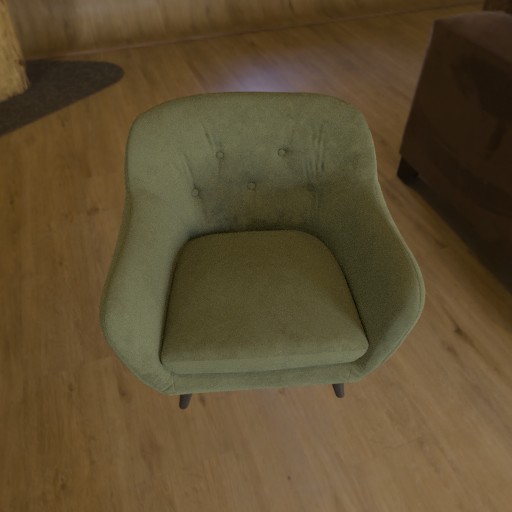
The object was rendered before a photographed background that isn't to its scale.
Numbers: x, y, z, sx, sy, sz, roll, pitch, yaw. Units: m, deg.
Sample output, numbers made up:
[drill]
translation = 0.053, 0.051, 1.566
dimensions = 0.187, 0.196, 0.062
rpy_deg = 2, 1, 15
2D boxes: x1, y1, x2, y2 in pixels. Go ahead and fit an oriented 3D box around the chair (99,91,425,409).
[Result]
[chair]
translation = 0.000, 0.000, 1.489
dimensions = 0.840, 0.804, 0.819
rpy_deg = -3, 45, -3
